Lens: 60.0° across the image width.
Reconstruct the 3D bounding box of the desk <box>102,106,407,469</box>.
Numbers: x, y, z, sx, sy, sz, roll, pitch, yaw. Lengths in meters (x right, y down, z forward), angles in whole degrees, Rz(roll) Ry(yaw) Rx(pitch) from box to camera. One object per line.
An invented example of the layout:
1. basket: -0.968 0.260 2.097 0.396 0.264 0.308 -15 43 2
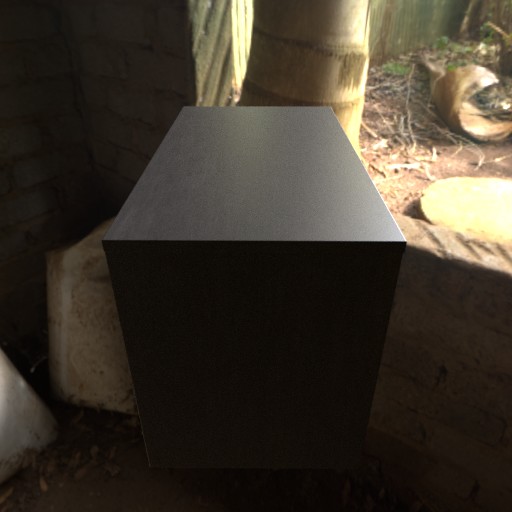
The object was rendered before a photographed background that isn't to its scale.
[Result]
1. desk: 0.000 0.000 1.533 0.600 0.750 1.100 0 32 0
